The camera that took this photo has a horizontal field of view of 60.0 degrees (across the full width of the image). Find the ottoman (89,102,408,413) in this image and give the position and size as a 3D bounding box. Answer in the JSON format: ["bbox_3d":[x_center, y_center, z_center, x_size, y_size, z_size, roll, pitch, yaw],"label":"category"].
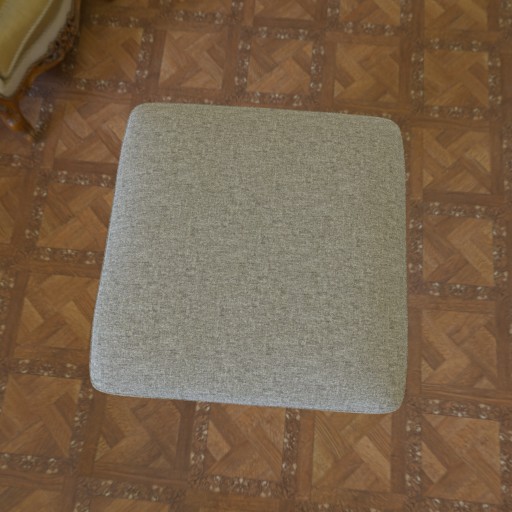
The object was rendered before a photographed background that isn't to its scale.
[{"bbox_3d":[0.000,0.000,1.656,1.035,0.526,1.039,4,76,1],"label":"ottoman"}]
